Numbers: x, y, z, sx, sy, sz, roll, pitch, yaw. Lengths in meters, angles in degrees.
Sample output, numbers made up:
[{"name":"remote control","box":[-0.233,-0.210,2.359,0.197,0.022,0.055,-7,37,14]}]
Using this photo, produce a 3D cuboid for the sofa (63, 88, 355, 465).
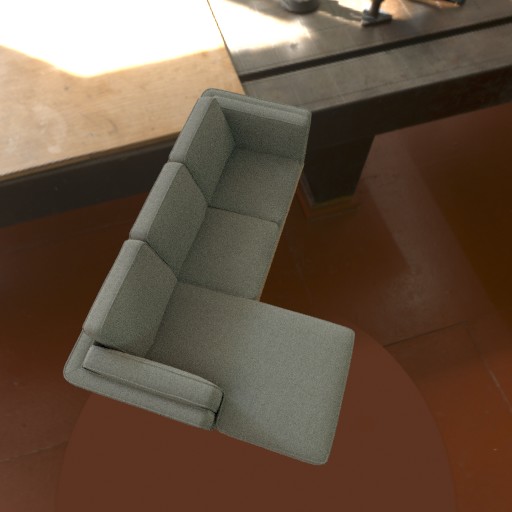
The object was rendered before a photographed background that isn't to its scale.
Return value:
[{"name":"sofa","box":[0.000,0.000,3.143,1.604,0.929,2.411,16,64,8]}]
